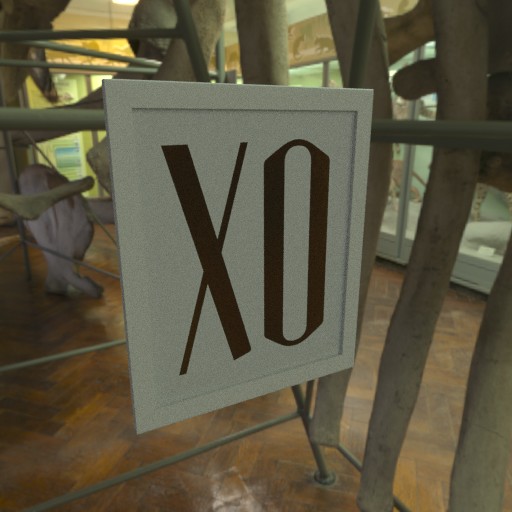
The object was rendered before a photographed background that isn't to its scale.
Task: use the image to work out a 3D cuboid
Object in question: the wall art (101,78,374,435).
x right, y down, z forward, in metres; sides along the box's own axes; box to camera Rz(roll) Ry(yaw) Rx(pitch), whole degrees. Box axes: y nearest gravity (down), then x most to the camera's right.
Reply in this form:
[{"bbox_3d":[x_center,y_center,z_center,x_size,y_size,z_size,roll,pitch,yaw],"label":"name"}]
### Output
[{"bbox_3d":[0.000,0.000,0.744,0.444,0.536,0.020,-9,19,-26],"label":"wall art"}]
